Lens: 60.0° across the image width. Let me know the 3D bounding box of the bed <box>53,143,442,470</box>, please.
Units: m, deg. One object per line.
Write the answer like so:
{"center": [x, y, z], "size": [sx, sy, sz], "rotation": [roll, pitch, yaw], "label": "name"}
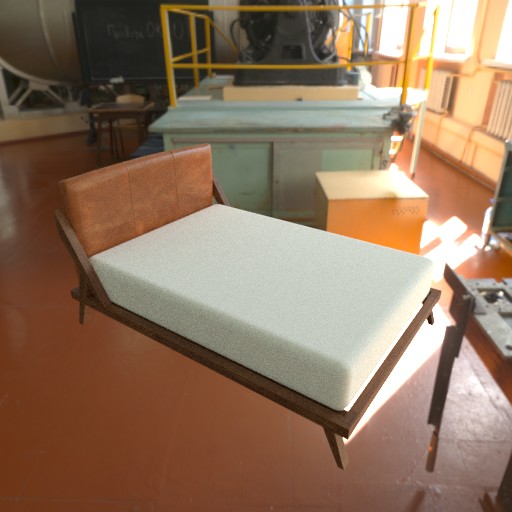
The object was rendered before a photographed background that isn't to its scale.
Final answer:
{"center": [0.000, 0.000, 3.258], "size": [2.311, 1.168, 1.651], "rotation": [18, 31, 31], "label": "bed"}
